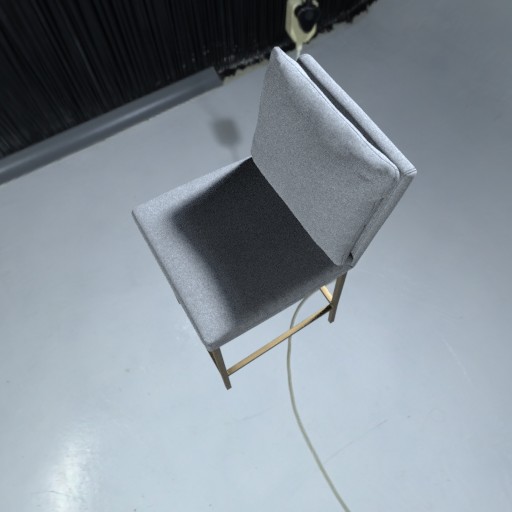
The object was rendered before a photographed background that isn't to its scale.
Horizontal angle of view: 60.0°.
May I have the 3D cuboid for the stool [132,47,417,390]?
[{"bbox_3d":[0.000,0.000,1.414,0.569,1.130,0.463,-29,68,-13],"label":"stool"}]
